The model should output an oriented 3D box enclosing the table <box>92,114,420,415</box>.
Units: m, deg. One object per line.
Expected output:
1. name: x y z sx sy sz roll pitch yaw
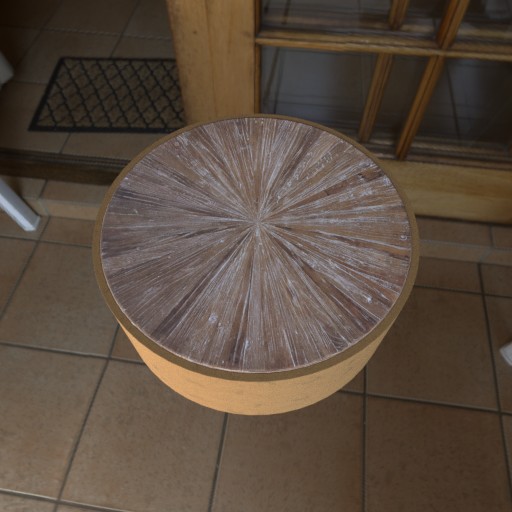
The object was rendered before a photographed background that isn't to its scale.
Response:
1. table: 0.000 0.000 1.548 1.001 0.409 1.001 0 58 0
